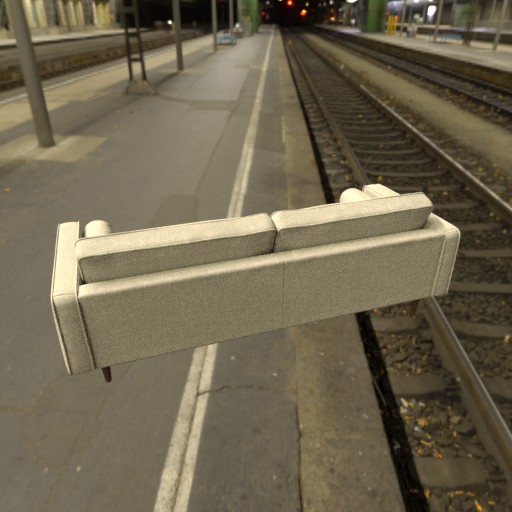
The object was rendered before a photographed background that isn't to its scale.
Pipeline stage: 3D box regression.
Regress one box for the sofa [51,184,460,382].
[{"bbox_3d":[0.000,0.000,2.674,2.211,0.762,0.914,-9,30,-17],"label":"sofa"}]
